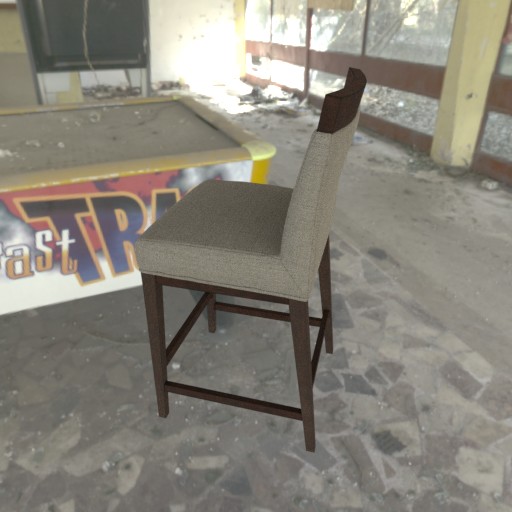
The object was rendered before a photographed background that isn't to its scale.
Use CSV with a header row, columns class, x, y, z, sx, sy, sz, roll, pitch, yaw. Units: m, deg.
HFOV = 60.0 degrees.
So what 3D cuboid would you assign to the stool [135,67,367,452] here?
class,x,y,z,sx,sy,sz,roll,pitch,yaw
stool,0.000,0.000,1.327,0.531,1.009,0.512,7,29,13
